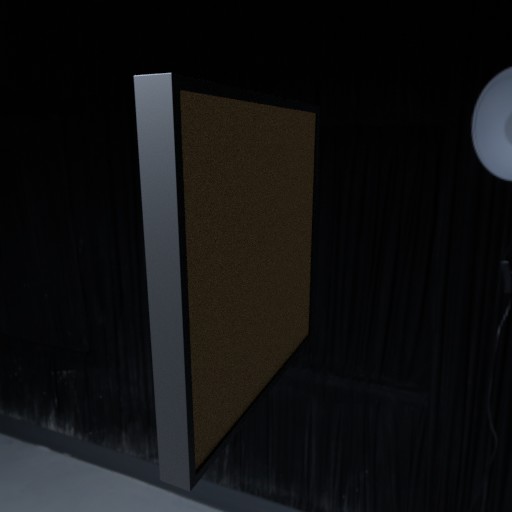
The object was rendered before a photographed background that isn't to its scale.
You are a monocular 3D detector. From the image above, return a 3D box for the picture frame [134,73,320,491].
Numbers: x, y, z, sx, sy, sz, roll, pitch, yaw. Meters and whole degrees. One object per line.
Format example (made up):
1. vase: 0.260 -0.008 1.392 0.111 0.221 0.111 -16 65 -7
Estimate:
1. picture frame: 0.000 0.000 0.465 0.030 0.317 0.317 7 16 24
